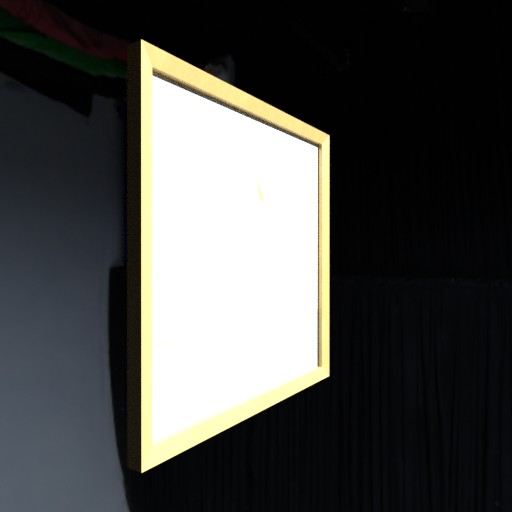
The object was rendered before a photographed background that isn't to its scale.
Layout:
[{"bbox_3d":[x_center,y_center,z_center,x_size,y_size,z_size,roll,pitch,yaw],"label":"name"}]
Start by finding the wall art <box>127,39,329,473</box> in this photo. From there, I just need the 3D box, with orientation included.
[{"bbox_3d":[0.000,0.000,2.801,0.097,1.936,1.935,0,0,35],"label":"wall art"}]
